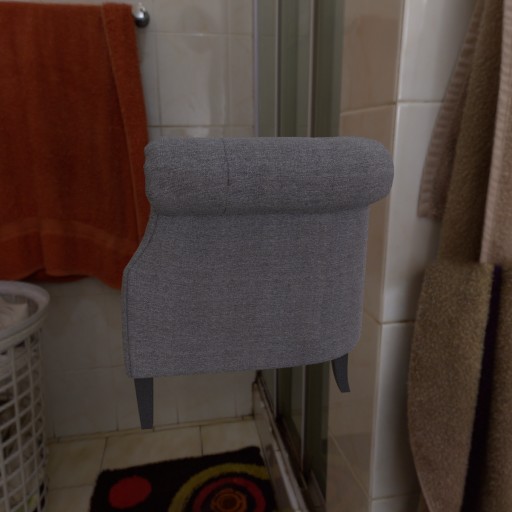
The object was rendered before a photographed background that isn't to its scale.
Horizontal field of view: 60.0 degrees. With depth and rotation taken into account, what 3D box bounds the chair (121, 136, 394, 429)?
[{"bbox_3d":[0.000,0.000,1.580,0.852,0.827,0.905,-2,15,-8],"label":"chair"}]
